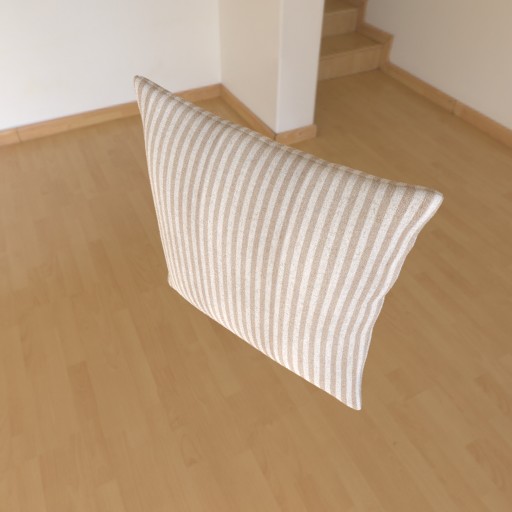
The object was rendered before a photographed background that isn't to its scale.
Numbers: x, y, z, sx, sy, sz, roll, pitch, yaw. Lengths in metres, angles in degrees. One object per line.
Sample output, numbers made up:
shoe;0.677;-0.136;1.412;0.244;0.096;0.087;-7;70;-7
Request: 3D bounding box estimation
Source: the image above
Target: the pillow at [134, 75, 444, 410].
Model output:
pillow;0.000;0.000;0.784;0.523;0.510;0.166;29;52;26
